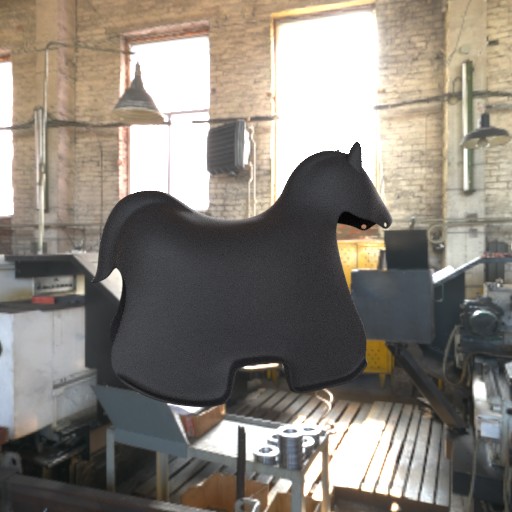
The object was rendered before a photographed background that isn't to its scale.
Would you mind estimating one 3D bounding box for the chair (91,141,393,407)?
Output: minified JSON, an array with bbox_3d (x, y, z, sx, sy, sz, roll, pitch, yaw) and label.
[{"bbox_3d":[0.000,0.000,1.147,0.800,0.612,0.429,0,1,-19],"label":"chair"}]
